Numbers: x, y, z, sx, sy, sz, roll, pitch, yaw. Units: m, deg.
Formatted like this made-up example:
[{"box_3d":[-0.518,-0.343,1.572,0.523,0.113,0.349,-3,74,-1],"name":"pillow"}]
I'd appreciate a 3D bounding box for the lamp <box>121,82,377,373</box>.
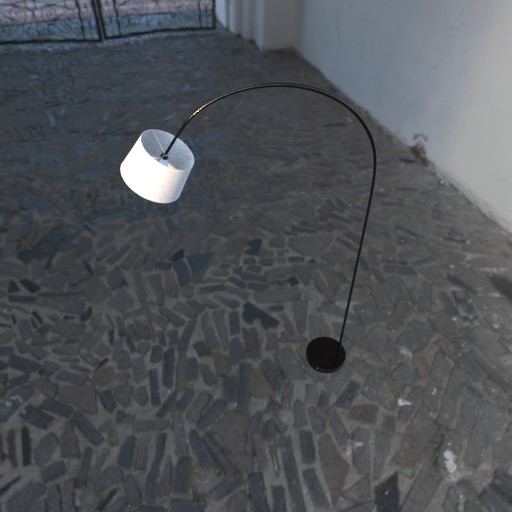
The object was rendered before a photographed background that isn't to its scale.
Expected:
[{"box_3d":[0.000,0.000,2.679,1.363,2.104,0.331,0,43,0],"name":"lamp"}]
